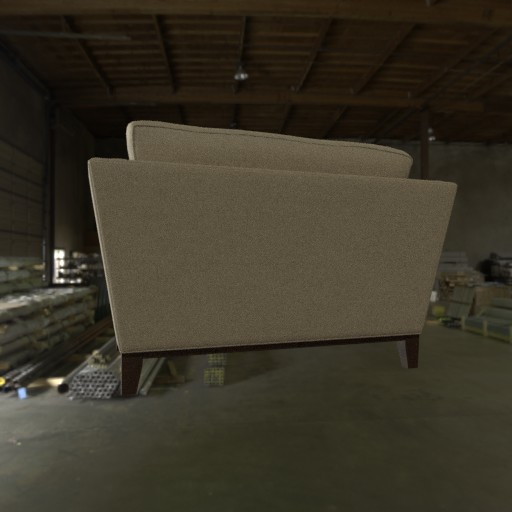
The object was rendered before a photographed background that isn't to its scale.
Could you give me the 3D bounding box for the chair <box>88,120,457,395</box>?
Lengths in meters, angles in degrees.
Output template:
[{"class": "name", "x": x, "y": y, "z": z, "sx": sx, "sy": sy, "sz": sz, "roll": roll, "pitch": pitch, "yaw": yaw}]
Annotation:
[{"class": "chair", "x": 0.000, "y": 0.000, "z": 2.013, "sx": 1.397, "sy": 0.940, "sz": 0.965, "roll": 0, "pitch": 0, "yaw": -19}]
